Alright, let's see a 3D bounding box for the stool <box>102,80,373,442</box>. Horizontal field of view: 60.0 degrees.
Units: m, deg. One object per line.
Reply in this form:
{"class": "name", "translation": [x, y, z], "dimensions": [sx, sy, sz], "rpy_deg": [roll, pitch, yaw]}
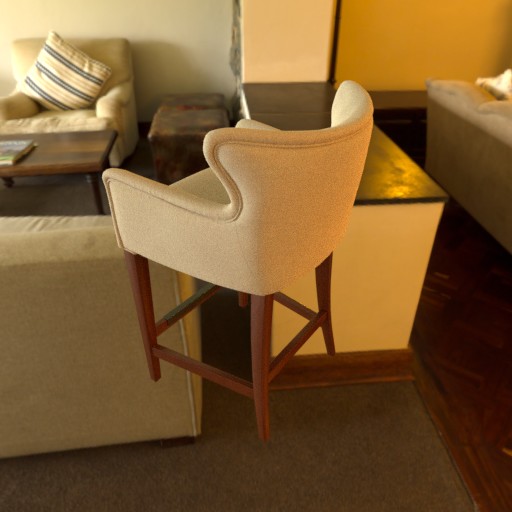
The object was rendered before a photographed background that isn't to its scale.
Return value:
{"class": "stool", "translation": [0.000, 0.000, 1.347], "dimensions": [0.570, 0.951, 0.601], "rpy_deg": [21, 38, 30]}
